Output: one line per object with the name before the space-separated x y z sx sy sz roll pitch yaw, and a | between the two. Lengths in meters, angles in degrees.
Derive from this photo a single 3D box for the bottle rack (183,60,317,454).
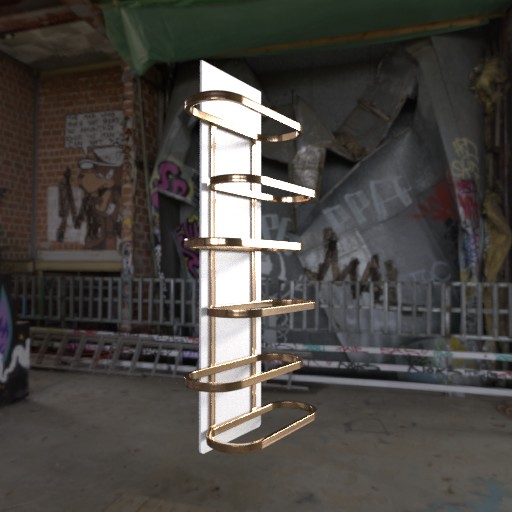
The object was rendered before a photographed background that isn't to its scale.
bottle rack | 0.000 0.000 0.835 0.118 0.709 0.332 -1 -2 37
